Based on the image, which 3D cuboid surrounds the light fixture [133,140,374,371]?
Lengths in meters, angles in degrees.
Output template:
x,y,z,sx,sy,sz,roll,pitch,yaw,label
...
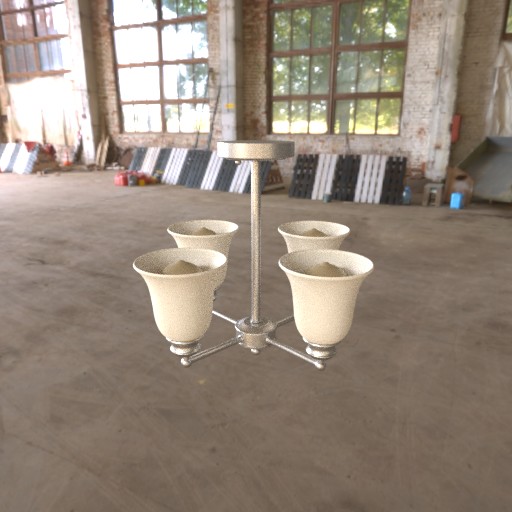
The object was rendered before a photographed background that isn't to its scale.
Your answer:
x,y,z,sx,sy,sz,roll,pitch,yaw,label
0.000,0.000,0.741,0.427,0.370,0.427,-15,22,-40,light fixture
